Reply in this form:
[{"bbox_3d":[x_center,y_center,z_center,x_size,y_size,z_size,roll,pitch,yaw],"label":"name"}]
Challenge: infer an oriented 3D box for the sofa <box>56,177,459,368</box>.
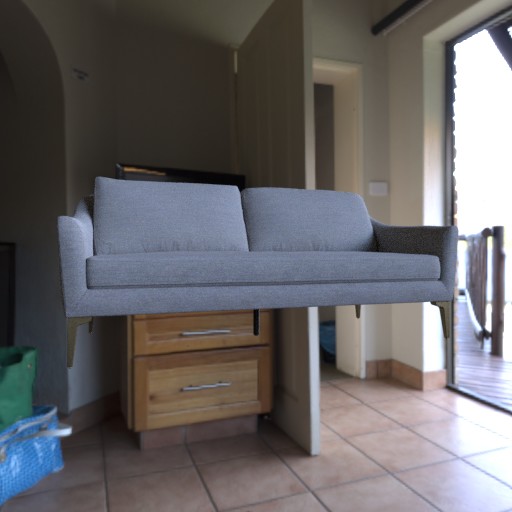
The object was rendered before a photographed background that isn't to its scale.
[{"bbox_3d":[0.000,0.000,2.551,2.036,0.913,0.980,0,1,-19],"label":"sofa"}]
